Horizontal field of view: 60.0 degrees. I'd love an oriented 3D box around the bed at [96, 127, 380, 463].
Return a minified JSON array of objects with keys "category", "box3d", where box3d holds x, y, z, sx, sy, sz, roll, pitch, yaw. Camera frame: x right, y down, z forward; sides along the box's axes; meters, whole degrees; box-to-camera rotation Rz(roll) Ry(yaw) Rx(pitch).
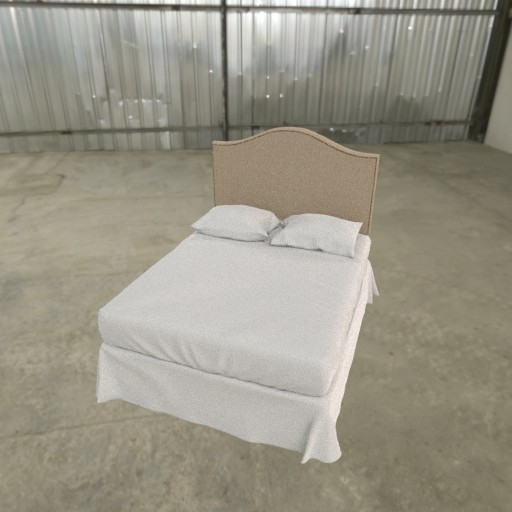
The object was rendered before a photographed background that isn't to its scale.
[{"category":"bed","box3d":[0.000,0.000,3.518,1.876,1.645,2.221,9,28,18]}]
